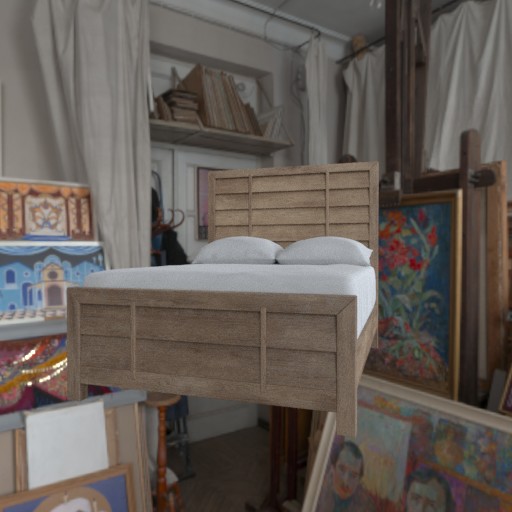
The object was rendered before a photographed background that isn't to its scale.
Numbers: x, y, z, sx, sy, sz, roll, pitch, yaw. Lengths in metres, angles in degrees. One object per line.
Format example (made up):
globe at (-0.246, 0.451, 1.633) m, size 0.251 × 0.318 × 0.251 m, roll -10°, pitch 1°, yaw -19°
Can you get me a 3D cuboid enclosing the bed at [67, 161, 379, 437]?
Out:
bed at (0.000, 0.000, 3.218) m, size 1.615 × 1.631 × 2.017 m, roll 0°, pitch 1°, yaw 18°
